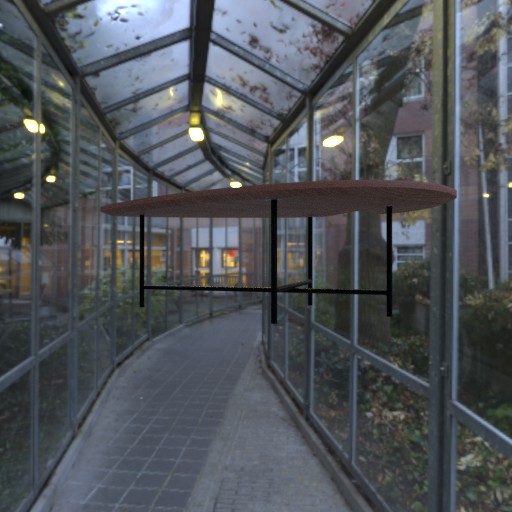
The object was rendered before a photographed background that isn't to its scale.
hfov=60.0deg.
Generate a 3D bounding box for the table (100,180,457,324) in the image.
[{"bbox_3d":[0.000,0.000,1.442,1.199,0.360,0.598,0,0,18],"label":"table"}]
